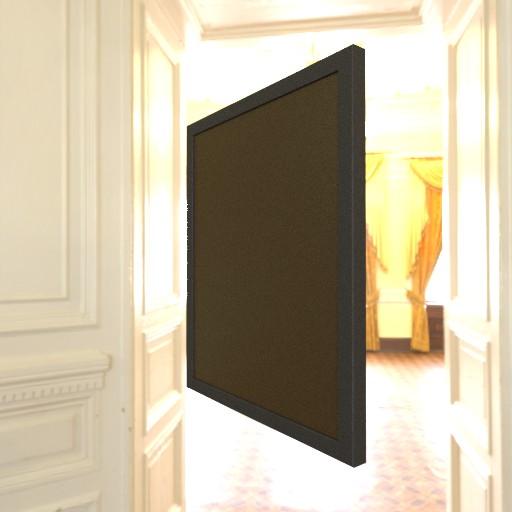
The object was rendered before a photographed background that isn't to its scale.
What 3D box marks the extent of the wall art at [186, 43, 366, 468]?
[{"bbox_3d":[0.000,0.000,0.771,0.028,0.558,0.457,0,0,-37],"label":"wall art"}]
